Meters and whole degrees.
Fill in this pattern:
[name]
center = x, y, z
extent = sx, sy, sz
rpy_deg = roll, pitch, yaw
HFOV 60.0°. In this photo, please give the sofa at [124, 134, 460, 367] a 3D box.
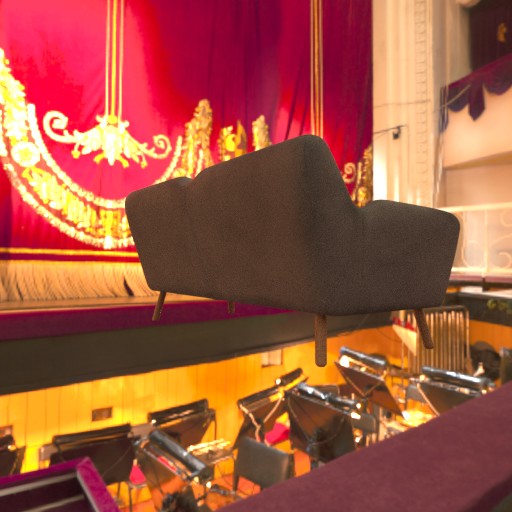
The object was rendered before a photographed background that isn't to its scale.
[sofa]
center = 0.000, 0.000, 2.351
extent = 0.850, 0.810, 1.870
rpy_deg = 0, 0, -36
